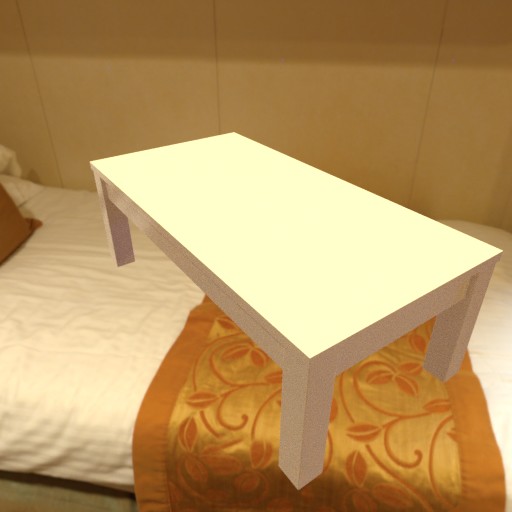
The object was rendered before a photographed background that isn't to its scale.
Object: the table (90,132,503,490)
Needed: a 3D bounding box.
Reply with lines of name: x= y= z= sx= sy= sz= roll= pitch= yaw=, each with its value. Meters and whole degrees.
table: x=0.000 y=0.000 z=1.631 sx=0.700 sy=0.470 sz=1.350 roll=-21 pitch=38 yaw=-29
